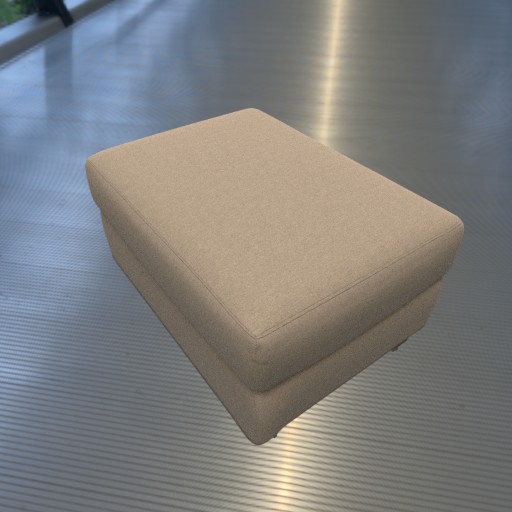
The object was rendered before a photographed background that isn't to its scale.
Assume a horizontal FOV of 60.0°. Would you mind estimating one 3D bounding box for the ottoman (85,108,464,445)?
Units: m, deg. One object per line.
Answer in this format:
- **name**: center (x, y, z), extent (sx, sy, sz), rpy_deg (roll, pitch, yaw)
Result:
- **ottoman**: center (0.000, 0.000, 1.150), extent (0.574, 0.497, 0.773), rpy_deg (-25, 46, -27)
